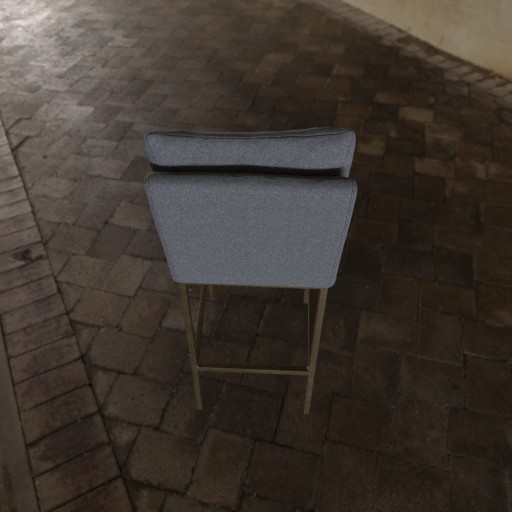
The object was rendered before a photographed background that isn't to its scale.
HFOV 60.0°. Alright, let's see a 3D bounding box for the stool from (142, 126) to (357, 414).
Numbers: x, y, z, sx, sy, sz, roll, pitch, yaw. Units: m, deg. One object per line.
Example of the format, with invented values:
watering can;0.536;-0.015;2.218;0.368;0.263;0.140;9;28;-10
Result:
stool;0.000;0.000;1.426;0.463;1.130;0.569;2;47;2
